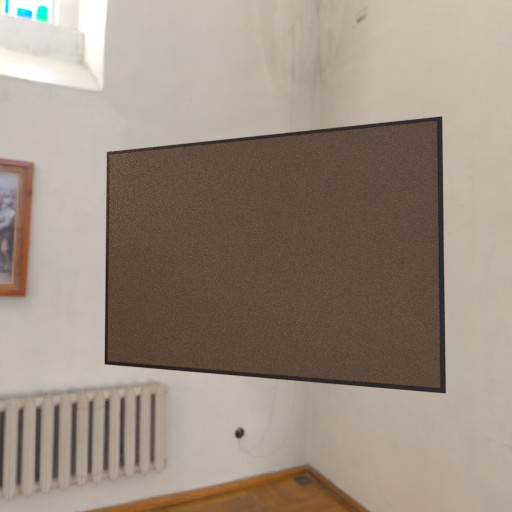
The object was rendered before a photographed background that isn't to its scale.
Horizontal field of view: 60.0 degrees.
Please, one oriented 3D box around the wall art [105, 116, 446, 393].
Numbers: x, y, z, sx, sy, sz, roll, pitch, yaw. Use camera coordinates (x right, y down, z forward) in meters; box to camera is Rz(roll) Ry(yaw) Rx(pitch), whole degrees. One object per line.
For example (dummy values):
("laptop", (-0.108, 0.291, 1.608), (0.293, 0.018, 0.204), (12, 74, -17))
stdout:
("wall art", (0.000, 0.000, 1.204), (0.939, 0.640, 0.058), (-1, -2, 19))
